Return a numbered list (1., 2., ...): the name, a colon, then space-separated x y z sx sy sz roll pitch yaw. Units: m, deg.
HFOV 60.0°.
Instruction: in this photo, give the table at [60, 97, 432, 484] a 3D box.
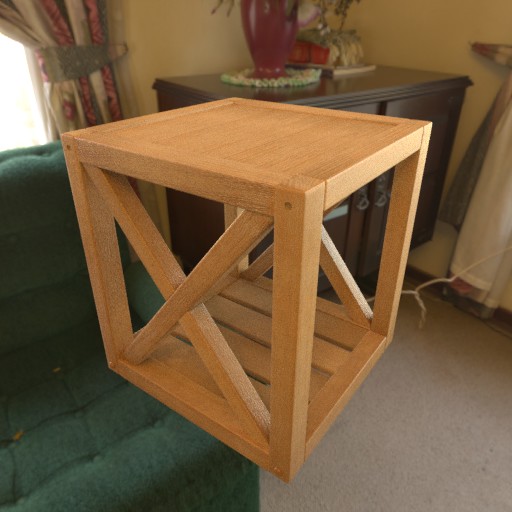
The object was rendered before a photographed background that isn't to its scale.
1. table: 0.000 0.000 1.065 0.559 0.610 0.558 19 34 31
